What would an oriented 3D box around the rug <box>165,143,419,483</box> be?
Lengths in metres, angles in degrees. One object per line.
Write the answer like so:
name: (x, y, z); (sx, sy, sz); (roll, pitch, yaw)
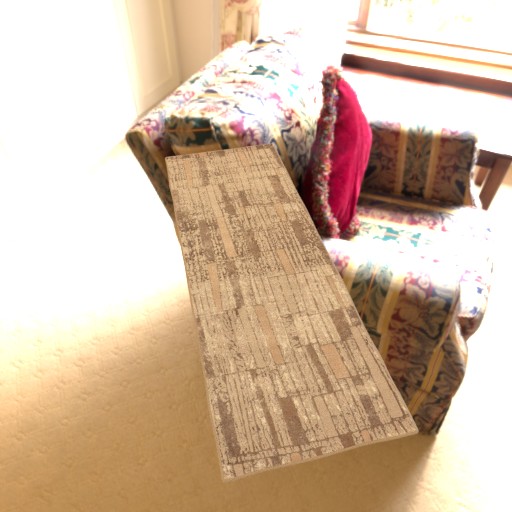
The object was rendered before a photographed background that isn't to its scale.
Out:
rug: (0.000, 0.000, 2.625); (0.857, 0.018, 2.383); (-10, 46, -10)
